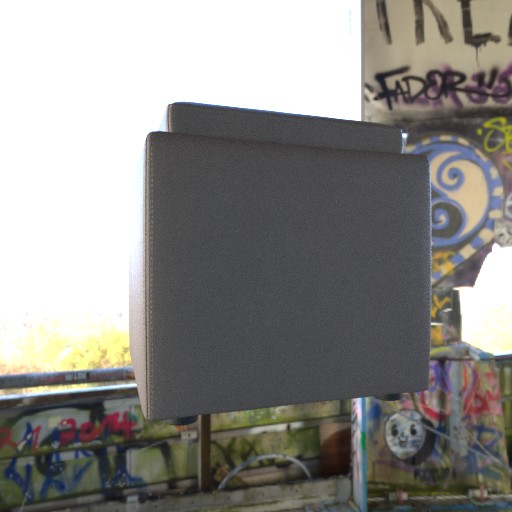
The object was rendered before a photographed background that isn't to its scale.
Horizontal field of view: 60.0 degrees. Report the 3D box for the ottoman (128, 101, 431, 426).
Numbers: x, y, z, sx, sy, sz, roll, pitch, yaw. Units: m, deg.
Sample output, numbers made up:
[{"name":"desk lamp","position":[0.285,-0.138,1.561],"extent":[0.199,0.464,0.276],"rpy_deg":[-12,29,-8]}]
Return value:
[{"name":"ottoman","position":[0.000,0.000,0.831],"extent":[0.450,0.460,0.451],"rpy_deg":[0,-1,-18]}]
